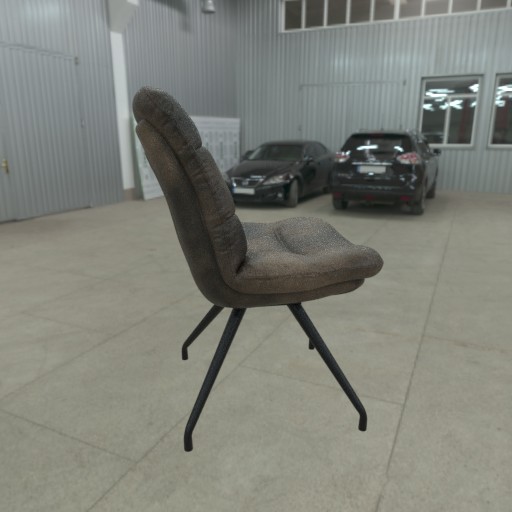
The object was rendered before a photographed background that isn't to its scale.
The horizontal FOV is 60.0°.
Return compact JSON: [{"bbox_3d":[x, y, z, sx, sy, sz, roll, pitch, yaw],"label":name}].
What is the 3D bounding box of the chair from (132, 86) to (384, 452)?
[{"bbox_3d":[0.000,0.000,1.276,0.622,0.870,0.549,-3,16,-9],"label":"chair"}]
